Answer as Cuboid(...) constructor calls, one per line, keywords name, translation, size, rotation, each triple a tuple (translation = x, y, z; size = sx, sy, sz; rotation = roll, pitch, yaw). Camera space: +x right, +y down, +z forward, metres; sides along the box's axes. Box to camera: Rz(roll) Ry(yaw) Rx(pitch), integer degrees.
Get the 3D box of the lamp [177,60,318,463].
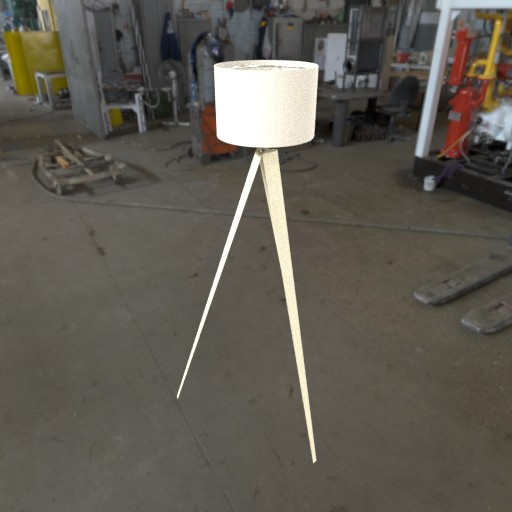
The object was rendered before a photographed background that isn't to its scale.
Cuboid(name="lamp", translation=(0.000, 0.000, 1.902), size=(0.724, 1.524, 0.716), rotation=(8, 30, 14))
